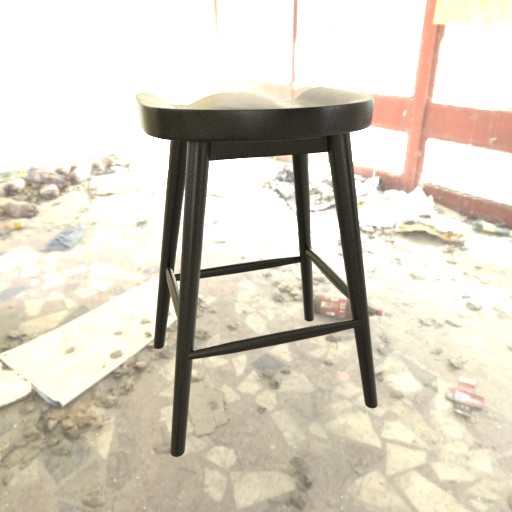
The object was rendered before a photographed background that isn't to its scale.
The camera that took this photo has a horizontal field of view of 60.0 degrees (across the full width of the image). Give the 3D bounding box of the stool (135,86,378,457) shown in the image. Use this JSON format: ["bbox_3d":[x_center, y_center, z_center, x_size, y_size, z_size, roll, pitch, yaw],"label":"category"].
[{"bbox_3d":[0.000,0.000,0.902,0.440,0.615,0.361,-8,27,-15],"label":"stool"}]
